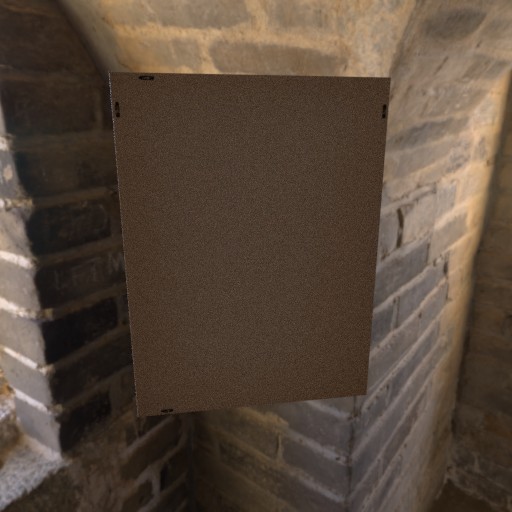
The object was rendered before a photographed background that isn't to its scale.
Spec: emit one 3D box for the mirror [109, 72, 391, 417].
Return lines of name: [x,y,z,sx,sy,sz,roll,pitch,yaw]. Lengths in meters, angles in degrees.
mirror: [0.000,0.000,1.338,0.762,1.016,0.041,-3,16,-9]
